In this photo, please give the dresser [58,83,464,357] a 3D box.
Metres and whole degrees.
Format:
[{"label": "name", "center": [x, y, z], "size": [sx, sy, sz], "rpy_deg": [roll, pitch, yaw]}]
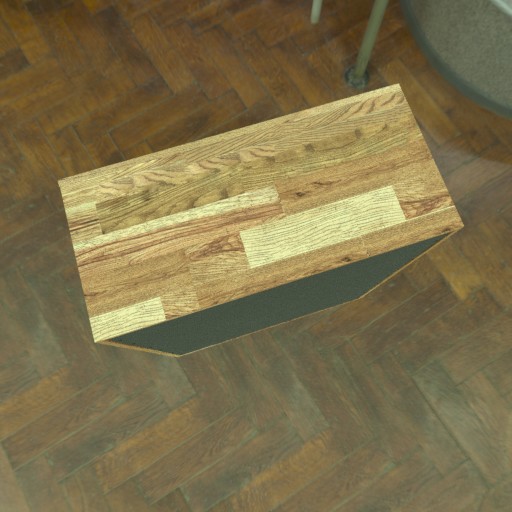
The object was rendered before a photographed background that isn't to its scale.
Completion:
[{"label": "dresser", "center": [0.000, 0.000, 1.754], "size": [0.966, 1.243, 0.480], "rpy_deg": [-17, 76, -4]}]
